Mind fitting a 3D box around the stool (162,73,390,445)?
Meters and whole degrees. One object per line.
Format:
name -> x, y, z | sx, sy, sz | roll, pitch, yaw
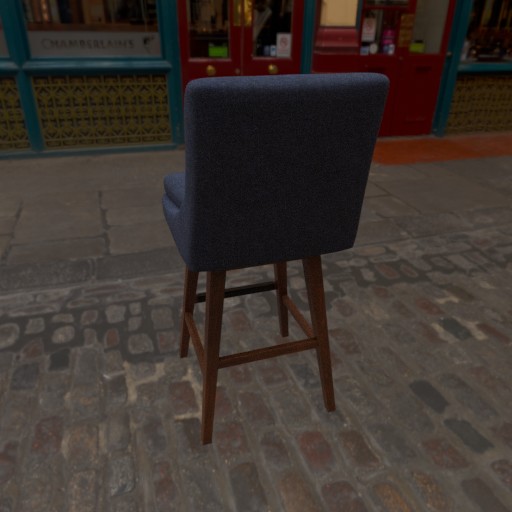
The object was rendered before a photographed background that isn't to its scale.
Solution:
stool -> 0.000, 0.000, 1.351 | 0.489, 1.068, 0.572 | -8, 28, -16
